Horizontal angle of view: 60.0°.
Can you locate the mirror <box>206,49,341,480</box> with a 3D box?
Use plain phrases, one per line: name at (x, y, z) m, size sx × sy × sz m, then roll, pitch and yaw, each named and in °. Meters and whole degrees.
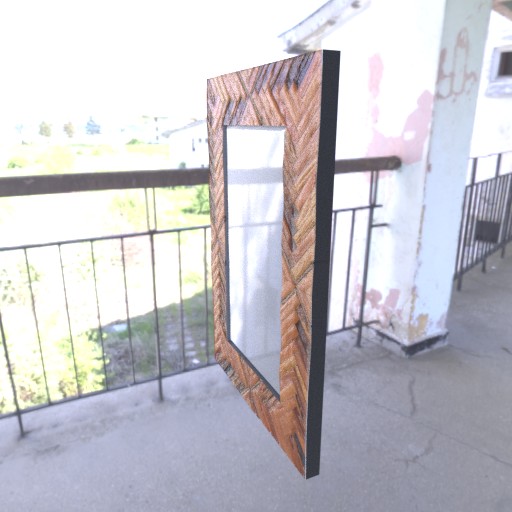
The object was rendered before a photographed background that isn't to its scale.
mirror at (0.000, 0.000, 1.162) m, size 0.044 × 0.912 × 0.606 m, roll -8°, pitch 18°, yaw -24°
